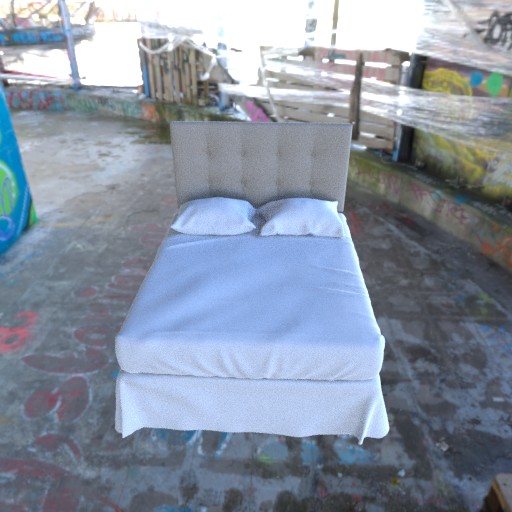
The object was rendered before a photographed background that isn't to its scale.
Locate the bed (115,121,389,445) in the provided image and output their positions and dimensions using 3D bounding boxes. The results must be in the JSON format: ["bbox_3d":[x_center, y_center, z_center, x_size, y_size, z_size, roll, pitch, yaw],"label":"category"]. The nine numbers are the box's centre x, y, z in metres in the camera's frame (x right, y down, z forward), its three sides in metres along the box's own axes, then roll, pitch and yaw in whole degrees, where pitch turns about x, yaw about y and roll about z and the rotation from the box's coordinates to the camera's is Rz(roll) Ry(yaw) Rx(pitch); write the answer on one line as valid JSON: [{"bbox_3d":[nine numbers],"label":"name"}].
[{"bbox_3d":[0.000,0.000,3.479,1.936,1.577,2.222,1,31,2],"label":"bed"}]
